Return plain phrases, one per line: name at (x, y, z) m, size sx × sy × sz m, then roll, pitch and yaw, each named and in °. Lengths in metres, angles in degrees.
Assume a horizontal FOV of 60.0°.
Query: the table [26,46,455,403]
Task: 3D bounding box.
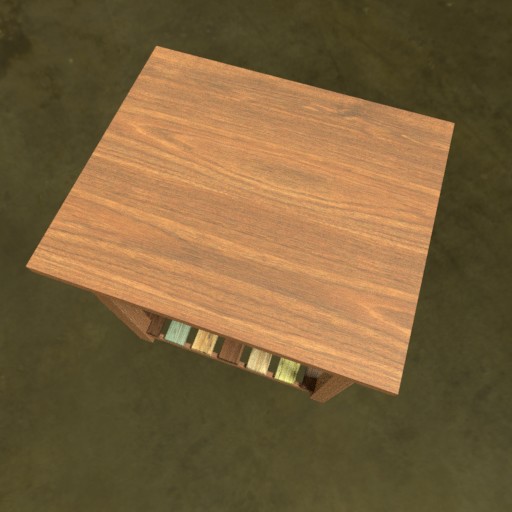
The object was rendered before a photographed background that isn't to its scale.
table at (0.000, 0.000, 1.129) m, size 0.660 × 0.635 × 0.559 m, roll 18°, pitch 68°, yaw 7°
